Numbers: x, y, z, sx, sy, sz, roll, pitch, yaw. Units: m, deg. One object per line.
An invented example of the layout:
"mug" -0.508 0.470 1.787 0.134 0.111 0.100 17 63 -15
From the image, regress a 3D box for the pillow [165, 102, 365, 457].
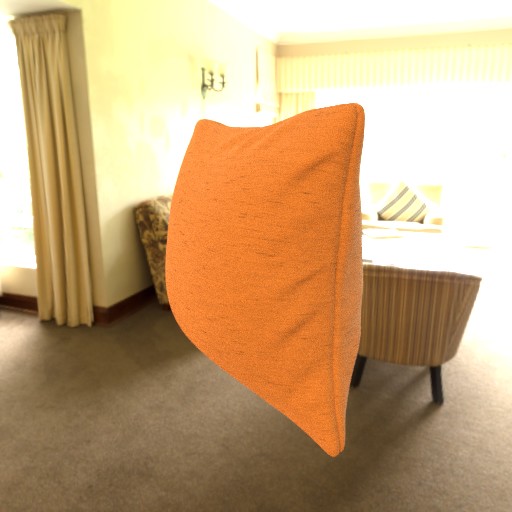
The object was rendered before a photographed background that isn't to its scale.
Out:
"pillow" 0.000 0.000 0.671 0.246 0.415 0.432 -8 16 -28
